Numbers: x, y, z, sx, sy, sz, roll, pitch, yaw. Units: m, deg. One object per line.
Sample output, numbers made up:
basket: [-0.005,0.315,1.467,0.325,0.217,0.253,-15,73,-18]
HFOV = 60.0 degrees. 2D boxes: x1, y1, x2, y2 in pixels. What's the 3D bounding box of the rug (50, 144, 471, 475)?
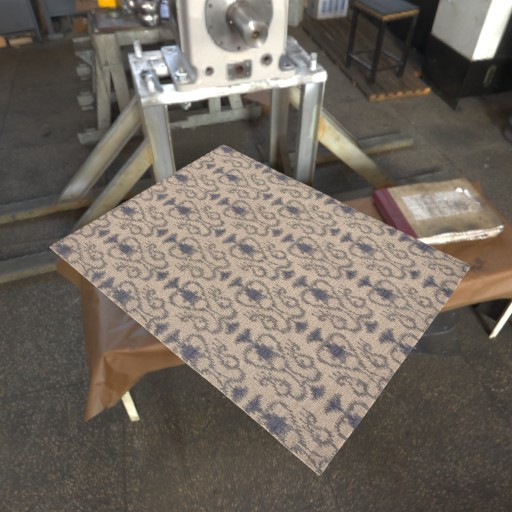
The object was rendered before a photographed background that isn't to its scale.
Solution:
rug: [0.000,0.000,4.207,3.205,0.015,2.437,32,54,27]
